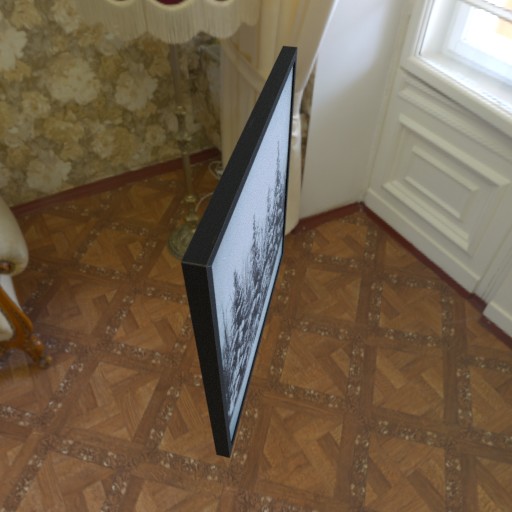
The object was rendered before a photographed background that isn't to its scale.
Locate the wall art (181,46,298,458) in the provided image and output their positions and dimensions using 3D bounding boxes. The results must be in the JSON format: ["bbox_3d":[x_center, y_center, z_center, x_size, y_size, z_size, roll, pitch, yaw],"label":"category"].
[{"bbox_3d":[0.000,0.000,1.146,0.037,0.761,0.761,10,48,9],"label":"wall art"}]
